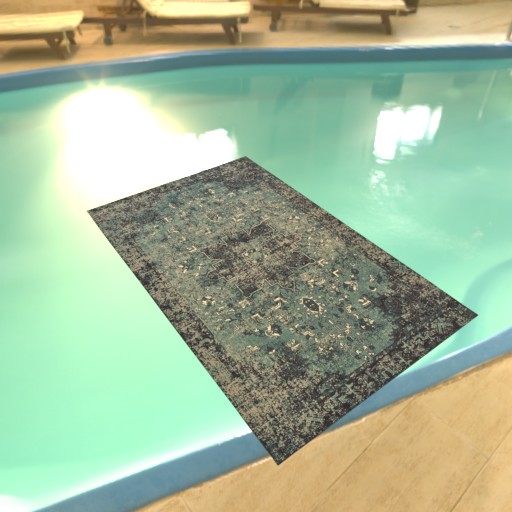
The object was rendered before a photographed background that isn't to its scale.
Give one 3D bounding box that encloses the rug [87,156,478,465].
[{"bbox_3d":[0.000,0.000,3.062,1.525,0.007,2.440,-25,47,-26],"label":"rug"}]
